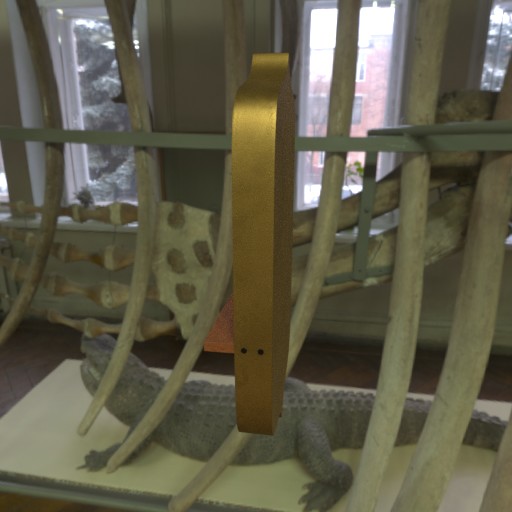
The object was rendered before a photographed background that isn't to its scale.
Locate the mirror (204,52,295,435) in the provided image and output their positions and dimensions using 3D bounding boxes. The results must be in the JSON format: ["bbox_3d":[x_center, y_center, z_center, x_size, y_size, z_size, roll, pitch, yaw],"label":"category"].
[{"bbox_3d":[0.000,0.000,0.731,0.096,0.613,0.323,3,17,9],"label":"mirror"}]
